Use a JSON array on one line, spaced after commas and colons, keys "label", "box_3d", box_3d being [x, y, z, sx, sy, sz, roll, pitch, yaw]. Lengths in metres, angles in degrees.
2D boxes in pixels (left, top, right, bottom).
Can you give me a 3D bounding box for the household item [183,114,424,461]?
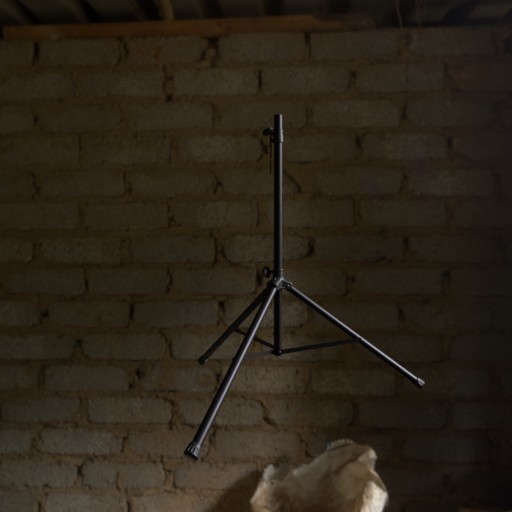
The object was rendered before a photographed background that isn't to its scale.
[{"label": "household item", "box_3d": [0.000, 0.000, 2.700, 1.596, 1.595, 1.339, -1, 1, -36]}]
